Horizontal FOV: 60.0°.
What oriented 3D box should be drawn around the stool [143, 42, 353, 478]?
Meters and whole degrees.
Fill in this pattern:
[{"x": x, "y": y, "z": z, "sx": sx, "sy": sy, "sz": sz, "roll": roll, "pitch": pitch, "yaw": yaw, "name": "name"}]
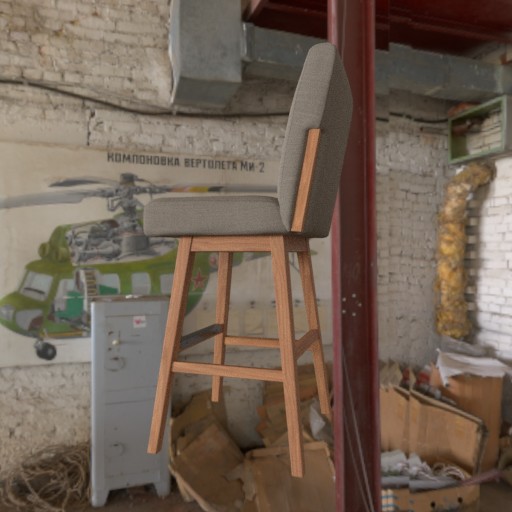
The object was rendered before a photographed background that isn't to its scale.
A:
[{"x": 0.000, "y": 0.000, "z": 1.399, "sx": 0.570, "sy": 1.112, "sz": 0.483, "roll": 0, "pitch": 1, "yaw": 18, "name": "stool"}]
